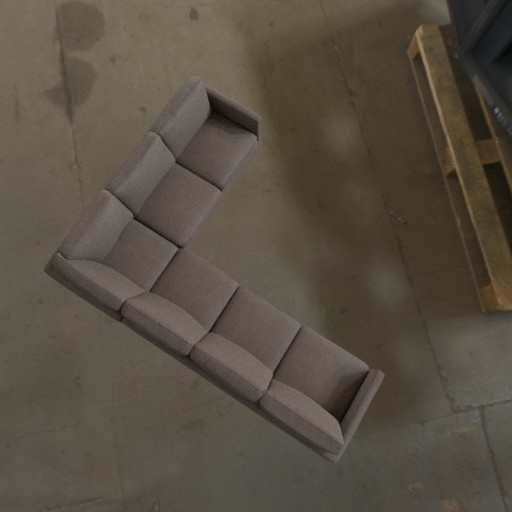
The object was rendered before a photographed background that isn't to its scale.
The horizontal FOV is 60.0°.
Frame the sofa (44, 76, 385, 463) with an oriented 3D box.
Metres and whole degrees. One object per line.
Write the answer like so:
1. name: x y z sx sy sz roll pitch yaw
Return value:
1. sofa: 0.000 0.000 4.552 3.302 0.947 2.593 31 78 8
